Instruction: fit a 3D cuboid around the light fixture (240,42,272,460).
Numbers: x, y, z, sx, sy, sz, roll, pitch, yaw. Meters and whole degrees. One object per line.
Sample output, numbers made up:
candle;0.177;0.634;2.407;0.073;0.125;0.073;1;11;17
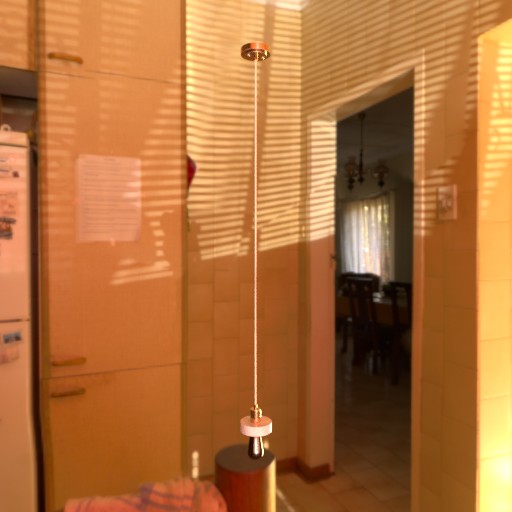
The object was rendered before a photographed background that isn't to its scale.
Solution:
light fixture;0.000;0.000;1.803;0.129;1.669;0.129;1;1;36
